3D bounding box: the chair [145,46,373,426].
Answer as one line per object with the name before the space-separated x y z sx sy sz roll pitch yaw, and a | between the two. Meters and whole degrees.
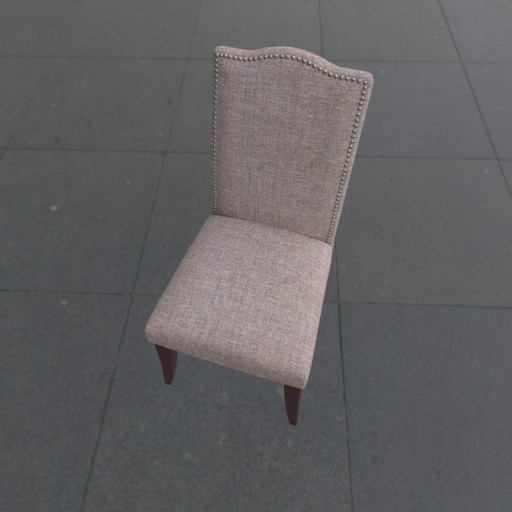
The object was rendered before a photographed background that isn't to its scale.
chair | 0.000 0.000 1.386 0.513 1.016 0.660 15 57 10
